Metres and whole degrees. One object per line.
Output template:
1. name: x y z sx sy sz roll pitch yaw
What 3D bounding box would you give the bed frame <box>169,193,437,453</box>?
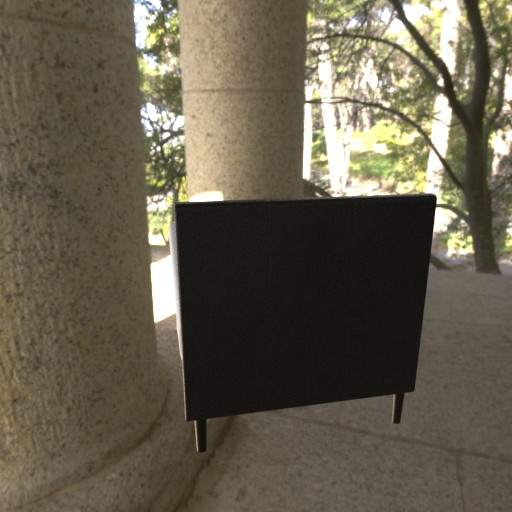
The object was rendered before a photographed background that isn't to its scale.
1. bed frame: 0.000 0.000 2.609 1.038 1.046 2.152 -3 17 -11
